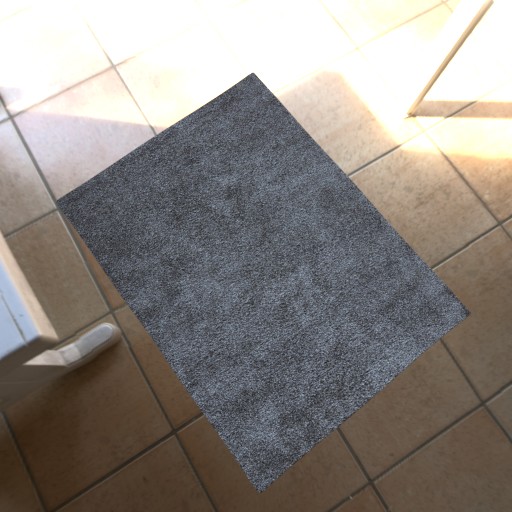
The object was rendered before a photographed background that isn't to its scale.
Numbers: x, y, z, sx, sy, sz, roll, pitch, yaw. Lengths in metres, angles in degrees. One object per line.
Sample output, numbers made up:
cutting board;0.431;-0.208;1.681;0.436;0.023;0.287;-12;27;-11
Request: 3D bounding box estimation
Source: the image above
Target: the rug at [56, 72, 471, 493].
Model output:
rug;0.000;0.000;2.060;1.198;0.025;1.601;-37;78;-9
